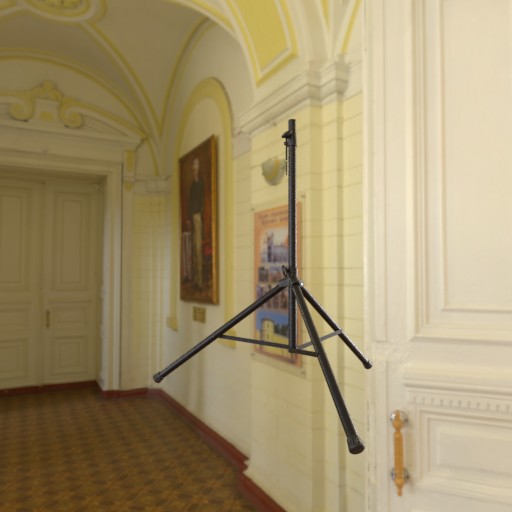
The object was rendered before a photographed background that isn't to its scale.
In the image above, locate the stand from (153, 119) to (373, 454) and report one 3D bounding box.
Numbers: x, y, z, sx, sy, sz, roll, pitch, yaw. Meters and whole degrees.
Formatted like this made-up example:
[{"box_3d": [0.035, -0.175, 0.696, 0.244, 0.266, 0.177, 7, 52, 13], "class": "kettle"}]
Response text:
[{"box_3d": [0.000, 0.000, 2.656, 1.339, 1.595, 1.596, -1, -2, 17], "class": "stand"}]
